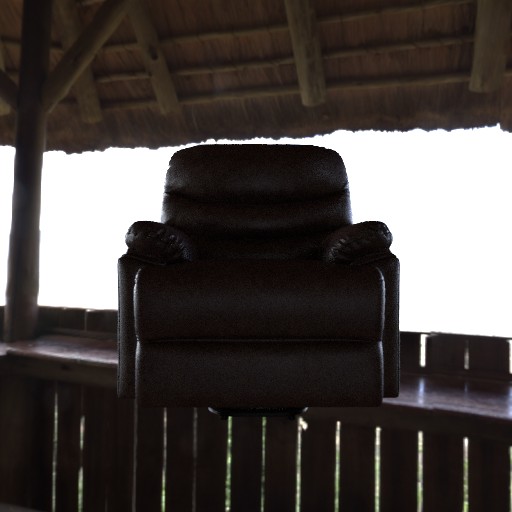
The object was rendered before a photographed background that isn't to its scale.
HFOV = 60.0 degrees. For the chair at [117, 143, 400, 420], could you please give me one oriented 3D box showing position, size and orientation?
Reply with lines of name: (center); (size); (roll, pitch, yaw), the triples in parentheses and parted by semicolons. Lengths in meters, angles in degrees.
chair: (0.000, 0.000, 1.747); (0.940, 1.041, 0.879); (0, -1, -1)
